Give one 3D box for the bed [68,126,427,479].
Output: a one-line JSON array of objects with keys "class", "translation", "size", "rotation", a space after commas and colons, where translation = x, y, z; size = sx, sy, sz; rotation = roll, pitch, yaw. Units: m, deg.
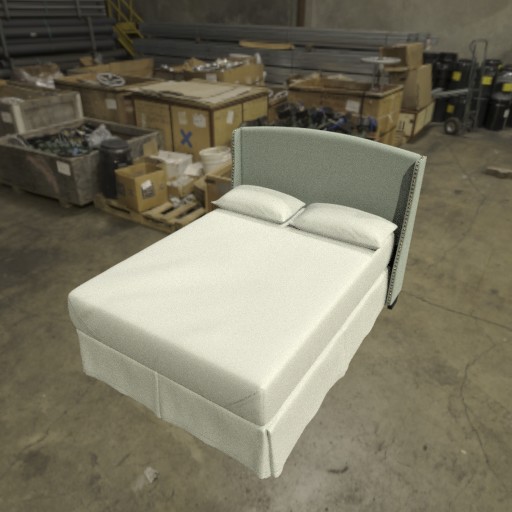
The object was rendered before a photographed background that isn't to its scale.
[{"class": "bed", "translation": [0.000, 0.000, 3.305], "size": [1.710, 1.407, 2.237], "rotation": [18, 34, 28]}]
